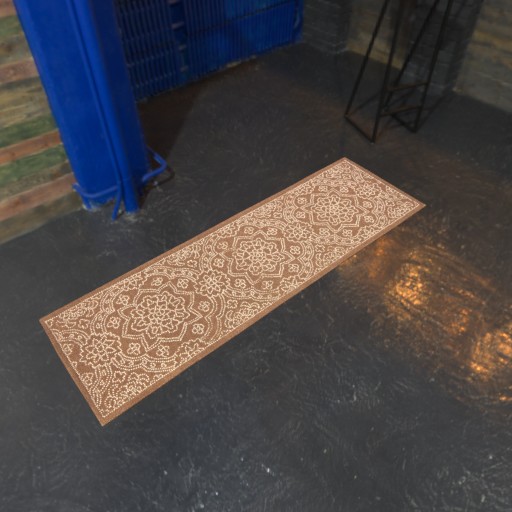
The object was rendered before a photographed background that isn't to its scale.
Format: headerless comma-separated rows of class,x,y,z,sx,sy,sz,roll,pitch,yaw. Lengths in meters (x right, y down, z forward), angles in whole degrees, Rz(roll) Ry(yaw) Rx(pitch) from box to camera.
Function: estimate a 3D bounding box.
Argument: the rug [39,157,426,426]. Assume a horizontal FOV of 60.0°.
rug,0.000,0.000,2.747,2.448,0.012,0.769,-31,54,-26
